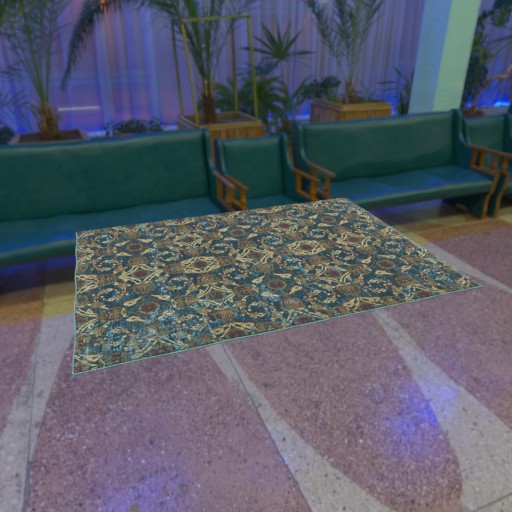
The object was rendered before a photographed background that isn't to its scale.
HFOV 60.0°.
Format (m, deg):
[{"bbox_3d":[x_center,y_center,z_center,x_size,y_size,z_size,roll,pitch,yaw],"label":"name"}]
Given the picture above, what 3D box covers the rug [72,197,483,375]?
[{"bbox_3d":[0.000,0.000,2.869,2.207,0.014,1.567,-9,29,-17],"label":"rug"}]
